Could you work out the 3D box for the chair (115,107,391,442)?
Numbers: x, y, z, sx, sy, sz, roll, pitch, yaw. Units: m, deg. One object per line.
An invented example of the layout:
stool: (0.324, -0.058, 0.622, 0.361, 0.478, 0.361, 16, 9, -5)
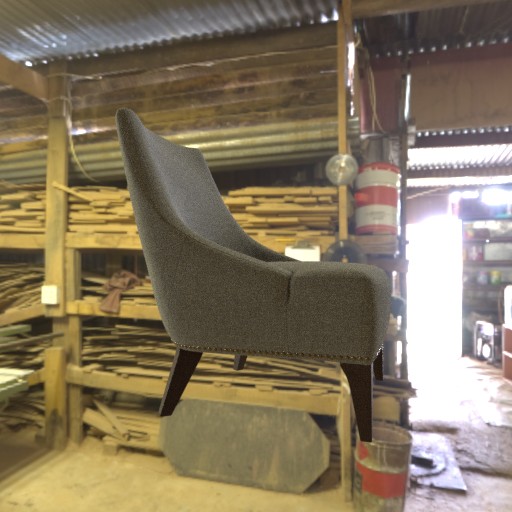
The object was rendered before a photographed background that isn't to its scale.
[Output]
chair: (0.000, 0.000, 1.486, 0.861, 0.909, 0.701, -1, -2, 18)
